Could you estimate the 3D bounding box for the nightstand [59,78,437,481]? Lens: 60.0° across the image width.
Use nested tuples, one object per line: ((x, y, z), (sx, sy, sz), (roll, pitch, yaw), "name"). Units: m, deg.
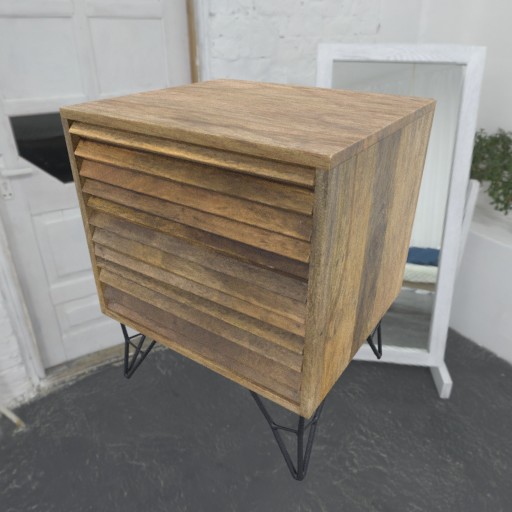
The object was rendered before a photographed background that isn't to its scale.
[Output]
((0.000, 0.000, 0.842), (0.457, 0.559, 0.406), (18, 34, 30), "nightstand")
